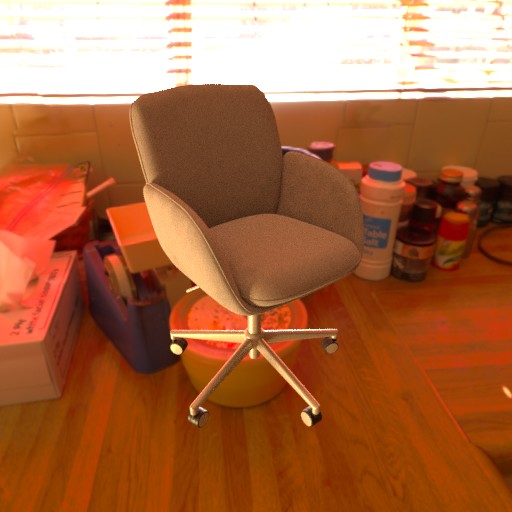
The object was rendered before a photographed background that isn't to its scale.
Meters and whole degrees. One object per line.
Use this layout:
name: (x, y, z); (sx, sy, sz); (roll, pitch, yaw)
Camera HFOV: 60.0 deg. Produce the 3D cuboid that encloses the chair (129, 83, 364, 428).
chair: (0.000, 0.000, 1.407); (0.648, 0.959, 0.654); (-20, 35, -31)
